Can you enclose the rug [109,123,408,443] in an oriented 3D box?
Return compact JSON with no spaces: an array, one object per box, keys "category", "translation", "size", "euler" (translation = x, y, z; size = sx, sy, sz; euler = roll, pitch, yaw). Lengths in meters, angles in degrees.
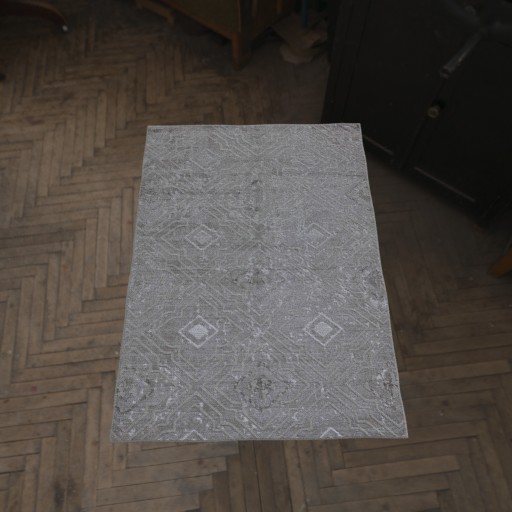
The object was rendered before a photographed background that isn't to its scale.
[{"category":"rug","translation":[0.000,0.000,4.345],"size":[2.448,0.020,3.359],"euler":[-1,64,0]}]
